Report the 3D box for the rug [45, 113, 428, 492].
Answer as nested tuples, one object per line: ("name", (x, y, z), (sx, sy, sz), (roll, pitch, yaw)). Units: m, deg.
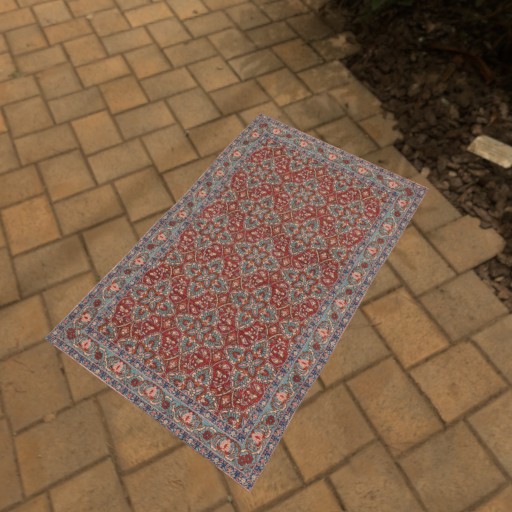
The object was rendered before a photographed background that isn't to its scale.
("rug", (0.000, 0.000, 3.048), (1.533, 0.011, 2.439), (29, 63, 17))
